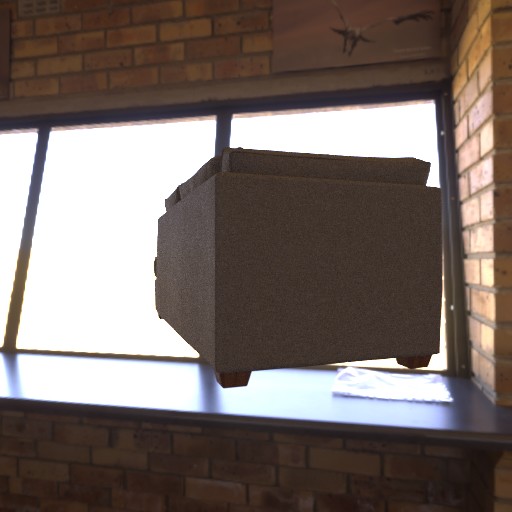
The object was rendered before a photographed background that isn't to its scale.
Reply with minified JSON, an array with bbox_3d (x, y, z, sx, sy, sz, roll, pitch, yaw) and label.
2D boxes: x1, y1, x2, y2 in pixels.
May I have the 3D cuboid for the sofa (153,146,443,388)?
[{"bbox_3d":[0.000,0.000,2.886,1.110,1.033,2.237,0,0,-19],"label":"sofa"}]
